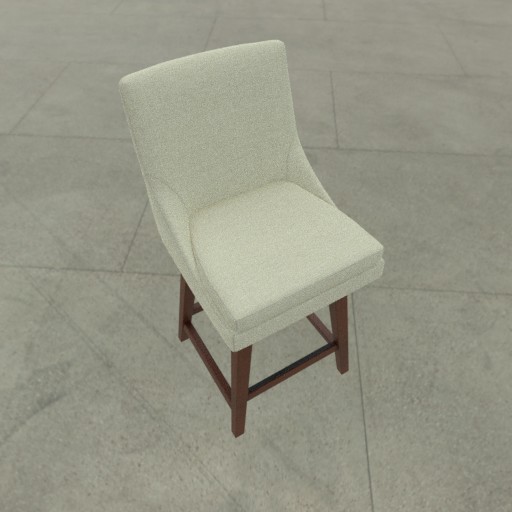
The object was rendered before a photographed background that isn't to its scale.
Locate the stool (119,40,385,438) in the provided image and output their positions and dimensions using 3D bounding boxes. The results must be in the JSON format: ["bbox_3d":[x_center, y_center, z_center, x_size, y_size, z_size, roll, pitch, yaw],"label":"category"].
[{"bbox_3d":[0.000,0.000,1.300,0.469,0.991,0.559,-24,51,-21],"label":"stool"}]
